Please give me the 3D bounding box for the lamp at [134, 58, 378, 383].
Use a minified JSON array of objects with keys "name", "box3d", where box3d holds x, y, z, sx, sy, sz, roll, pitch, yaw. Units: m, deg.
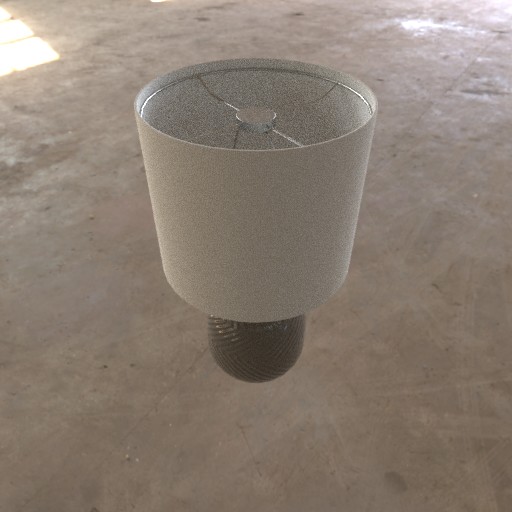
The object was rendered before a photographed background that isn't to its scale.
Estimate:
[{"name":"lamp","box3d":[0.000,0.000,0.502,0.207,0.366,0.207,-26,47,-27]}]
